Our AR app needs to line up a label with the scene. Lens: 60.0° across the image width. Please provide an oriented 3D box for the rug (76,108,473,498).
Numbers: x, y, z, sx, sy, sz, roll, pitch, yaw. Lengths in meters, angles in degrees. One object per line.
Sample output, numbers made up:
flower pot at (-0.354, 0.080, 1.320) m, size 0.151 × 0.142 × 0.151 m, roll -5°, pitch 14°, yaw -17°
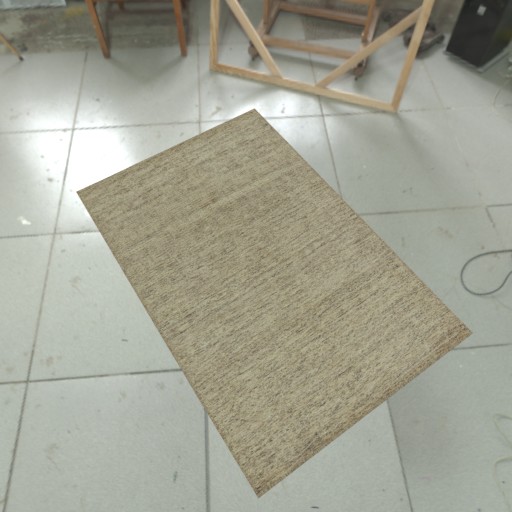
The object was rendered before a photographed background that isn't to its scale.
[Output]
rug at (0.000, 0.000, 2.277) m, size 1.211 × 0.018 × 1.822 m, roll -30°, pitch 64°, yaw -16°
